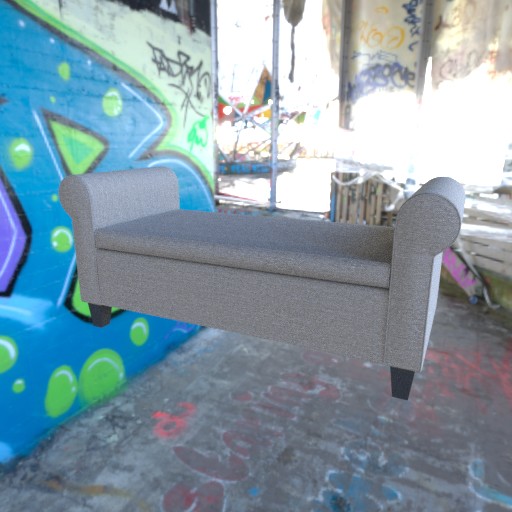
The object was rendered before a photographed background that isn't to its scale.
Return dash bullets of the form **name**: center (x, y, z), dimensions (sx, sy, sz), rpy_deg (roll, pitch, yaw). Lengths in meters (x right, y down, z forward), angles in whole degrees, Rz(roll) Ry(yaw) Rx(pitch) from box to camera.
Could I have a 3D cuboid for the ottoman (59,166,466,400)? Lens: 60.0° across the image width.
- **ottoman**: center (0.000, 0.000, 1.523), dimensions (1.256, 0.547, 0.521), rpy_deg (7, 17, 25)
